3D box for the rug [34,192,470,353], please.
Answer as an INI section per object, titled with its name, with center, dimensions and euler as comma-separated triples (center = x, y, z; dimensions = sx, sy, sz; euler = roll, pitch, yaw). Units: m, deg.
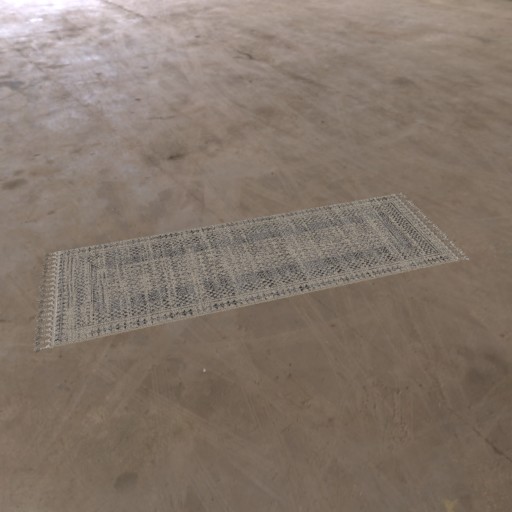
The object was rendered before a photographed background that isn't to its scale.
[rug]
center = 0.000, 0.000, 2.678
dimensions = 2.480, 0.013, 0.786
euler = -11, 41, -13
